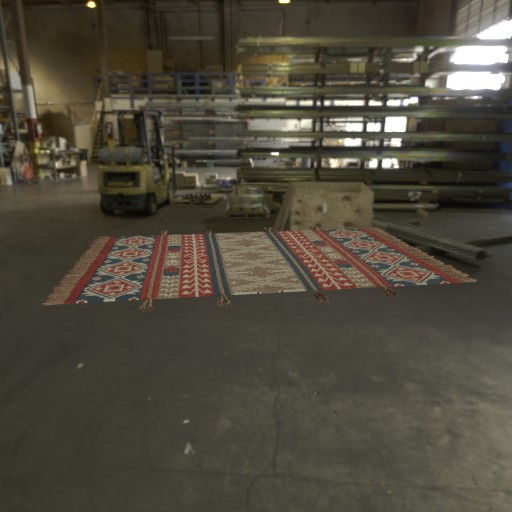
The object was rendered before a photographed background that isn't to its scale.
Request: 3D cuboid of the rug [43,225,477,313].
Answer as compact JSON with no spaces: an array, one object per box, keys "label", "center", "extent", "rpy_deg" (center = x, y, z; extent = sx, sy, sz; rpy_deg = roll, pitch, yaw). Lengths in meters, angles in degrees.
[{"label":"rug","center":[0.000,0.000,3.139],"extent":[2.450,0.048,1.778],"rpy_deg":[-2,16,-8]}]
